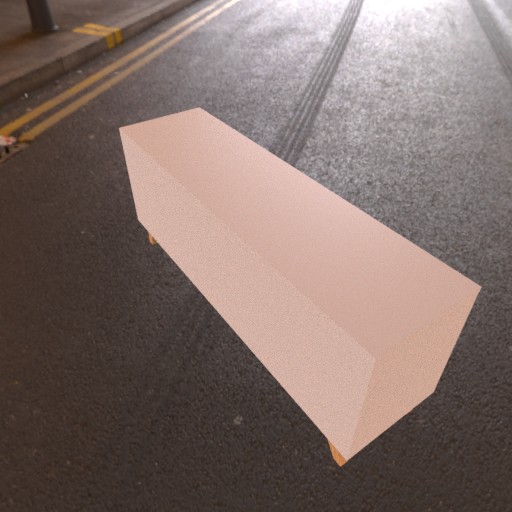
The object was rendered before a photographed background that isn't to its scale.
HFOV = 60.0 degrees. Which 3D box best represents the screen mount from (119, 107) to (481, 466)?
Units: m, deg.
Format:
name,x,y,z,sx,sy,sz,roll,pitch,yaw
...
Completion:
name,x,y,z,sx,sy,sz,roll,pitch,yaw
screen mount,0.000,0.000,1.741,0.400,0.619,1.490,-24,46,-26
